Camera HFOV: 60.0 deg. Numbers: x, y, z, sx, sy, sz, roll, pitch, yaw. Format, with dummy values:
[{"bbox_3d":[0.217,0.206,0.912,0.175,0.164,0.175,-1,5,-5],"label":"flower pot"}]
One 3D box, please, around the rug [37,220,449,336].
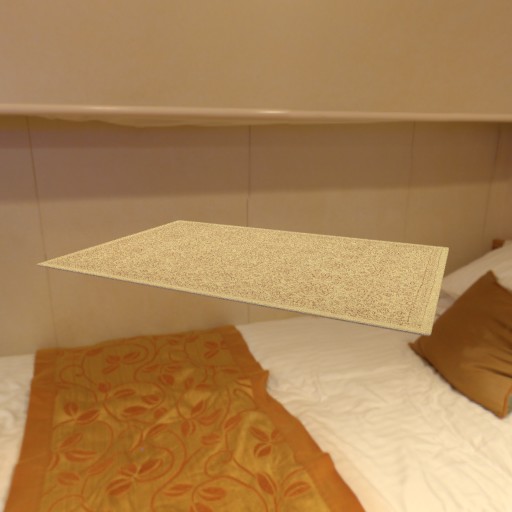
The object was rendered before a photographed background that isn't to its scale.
[{"bbox_3d":[0.000,0.000,2.342,1.829,0.010,1.219,7,18,24],"label":"rug"}]
